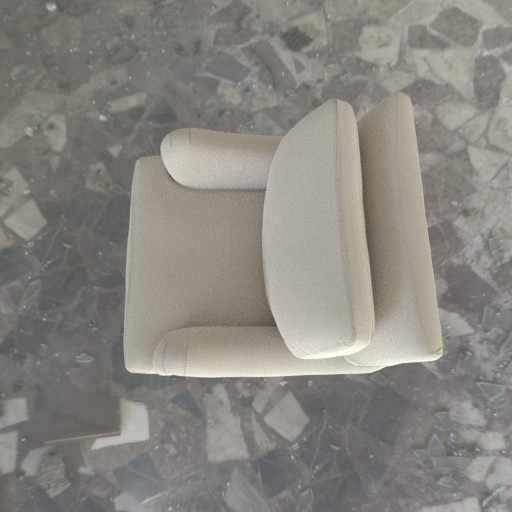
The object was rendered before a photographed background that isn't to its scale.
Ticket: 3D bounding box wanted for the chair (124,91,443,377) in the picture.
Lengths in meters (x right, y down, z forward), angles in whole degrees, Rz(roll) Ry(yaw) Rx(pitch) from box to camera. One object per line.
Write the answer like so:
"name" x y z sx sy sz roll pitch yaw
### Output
"chair" 0.000 0.000 1.818 1.070 1.038 0.955 -1 75 0
